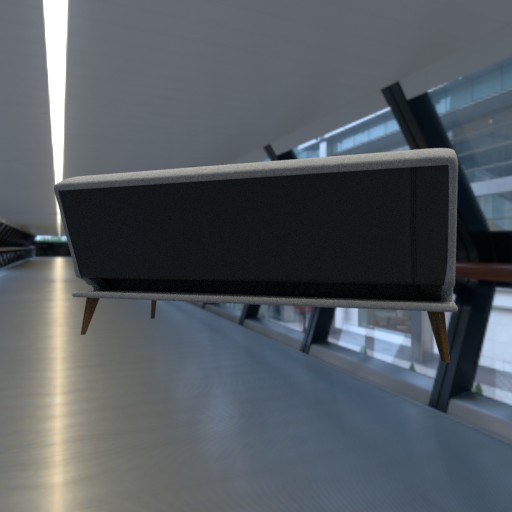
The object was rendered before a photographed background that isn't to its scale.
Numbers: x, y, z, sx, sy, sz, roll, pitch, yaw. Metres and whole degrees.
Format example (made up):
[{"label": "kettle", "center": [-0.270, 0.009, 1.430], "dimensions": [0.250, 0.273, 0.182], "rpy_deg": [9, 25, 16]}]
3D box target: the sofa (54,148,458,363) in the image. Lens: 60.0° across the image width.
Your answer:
[{"label": "sofa", "center": [0.000, 0.000, 2.216], "dimensions": [1.800, 0.810, 0.860], "rpy_deg": [0, 0, 20]}]
